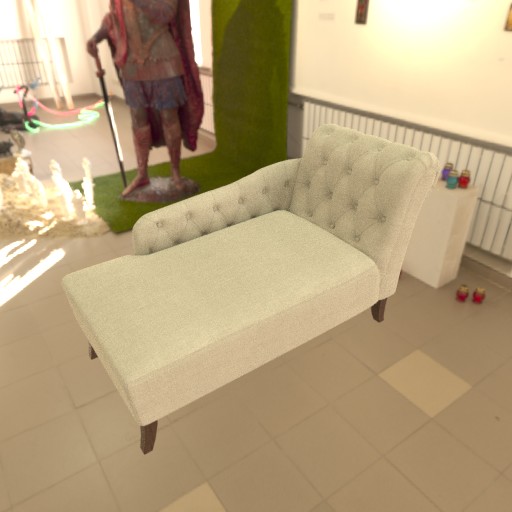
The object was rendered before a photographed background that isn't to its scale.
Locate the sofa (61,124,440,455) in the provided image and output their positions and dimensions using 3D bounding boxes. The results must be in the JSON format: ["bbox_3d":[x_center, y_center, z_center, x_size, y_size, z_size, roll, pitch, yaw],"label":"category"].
[{"bbox_3d":[0.000,0.000,1.796,1.379,0.787,0.675,-20,36,-30],"label":"sofa"}]
